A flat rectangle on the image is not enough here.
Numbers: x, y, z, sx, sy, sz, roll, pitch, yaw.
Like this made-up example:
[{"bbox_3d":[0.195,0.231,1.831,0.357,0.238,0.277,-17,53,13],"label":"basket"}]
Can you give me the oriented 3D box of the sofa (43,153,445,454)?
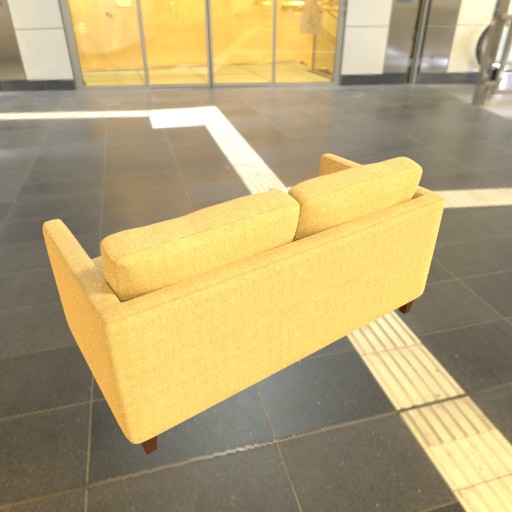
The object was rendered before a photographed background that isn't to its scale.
[{"bbox_3d":[0.000,0.000,2.378,1.884,0.963,0.950,-20,36,-29],"label":"sofa"}]
